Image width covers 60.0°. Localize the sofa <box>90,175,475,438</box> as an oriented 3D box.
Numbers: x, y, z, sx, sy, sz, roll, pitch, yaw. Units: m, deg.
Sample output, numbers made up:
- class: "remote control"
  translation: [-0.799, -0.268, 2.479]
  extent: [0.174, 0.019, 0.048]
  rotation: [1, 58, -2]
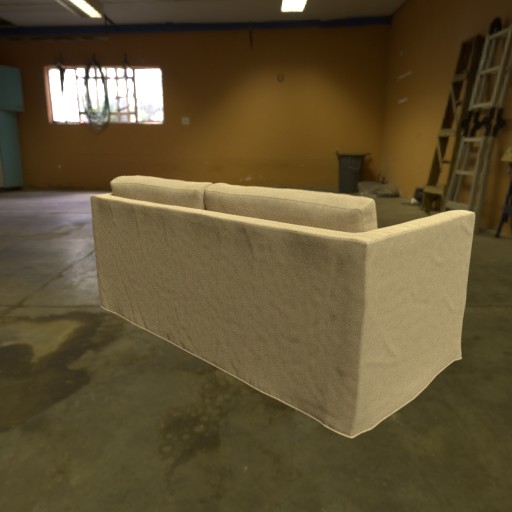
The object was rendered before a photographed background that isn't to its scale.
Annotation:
- class: "sofa"
  translation: [0.000, 0.000, 2.417]
  extent: [1.959, 0.835, 0.962]
  rotation: [14, 19, 43]
